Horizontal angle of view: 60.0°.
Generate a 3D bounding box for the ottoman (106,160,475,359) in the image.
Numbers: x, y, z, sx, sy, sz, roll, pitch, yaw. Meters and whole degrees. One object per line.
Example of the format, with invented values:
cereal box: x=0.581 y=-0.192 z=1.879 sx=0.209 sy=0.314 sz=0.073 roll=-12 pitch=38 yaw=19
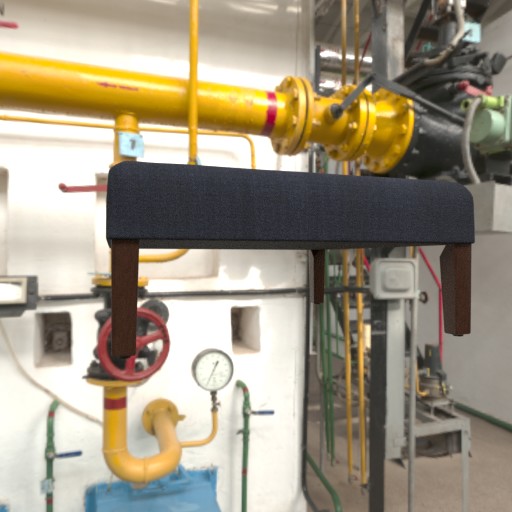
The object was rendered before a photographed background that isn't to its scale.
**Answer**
ottoman: x=0.000 y=0.000 z=1.402 sx=0.889 sy=0.411 sz=0.890 roll=0 pitch=0 yaw=-18
